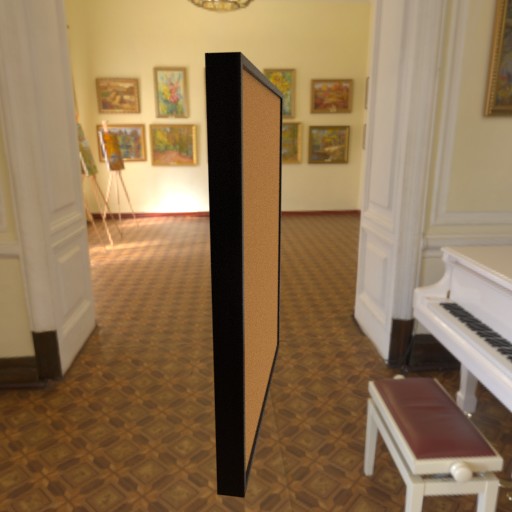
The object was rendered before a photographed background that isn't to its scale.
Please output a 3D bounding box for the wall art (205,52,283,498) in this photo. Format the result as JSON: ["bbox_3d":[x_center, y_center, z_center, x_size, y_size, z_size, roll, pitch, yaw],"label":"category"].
[{"bbox_3d":[0.000,0.000,0.742,0.039,0.553,0.451,2,15,9],"label":"wall art"}]
